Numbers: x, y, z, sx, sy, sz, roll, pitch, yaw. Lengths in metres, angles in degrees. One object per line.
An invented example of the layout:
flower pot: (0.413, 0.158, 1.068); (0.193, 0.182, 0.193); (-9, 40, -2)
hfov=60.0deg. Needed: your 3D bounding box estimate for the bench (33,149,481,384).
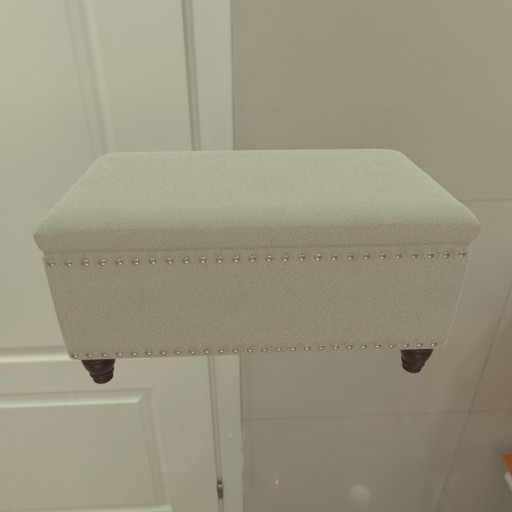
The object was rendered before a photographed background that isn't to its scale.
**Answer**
bench: (0.000, 0.000, 1.174); (0.887, 0.449, 0.500); (-1, 29, -2)
